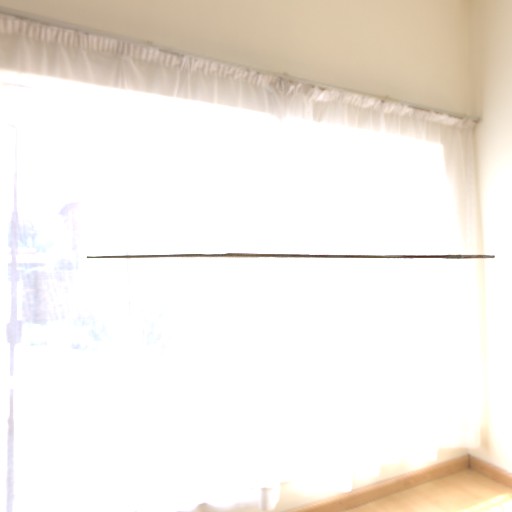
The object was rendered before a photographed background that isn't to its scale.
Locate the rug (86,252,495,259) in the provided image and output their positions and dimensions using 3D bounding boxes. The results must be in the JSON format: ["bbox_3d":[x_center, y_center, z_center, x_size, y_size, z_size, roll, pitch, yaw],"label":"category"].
[{"bbox_3d":[0.000,0.000,2.510,2.320,0.032,0.692,0,0,37],"label":"rug"}]
